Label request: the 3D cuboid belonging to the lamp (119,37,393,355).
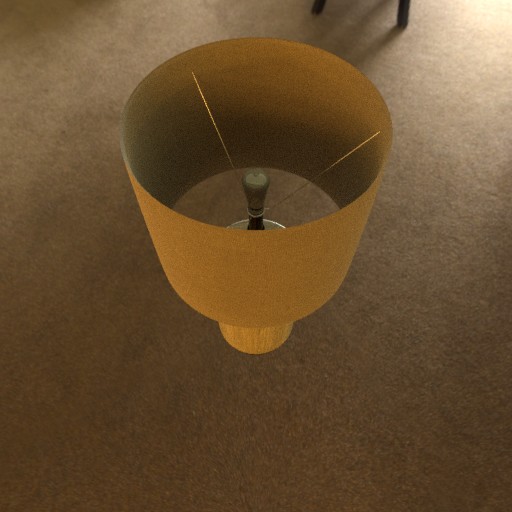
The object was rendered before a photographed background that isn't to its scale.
[{"bbox_3d":[0.000,0.000,0.560,0.228,0.444,0.228,-31,64,-17],"label":"lamp"}]
